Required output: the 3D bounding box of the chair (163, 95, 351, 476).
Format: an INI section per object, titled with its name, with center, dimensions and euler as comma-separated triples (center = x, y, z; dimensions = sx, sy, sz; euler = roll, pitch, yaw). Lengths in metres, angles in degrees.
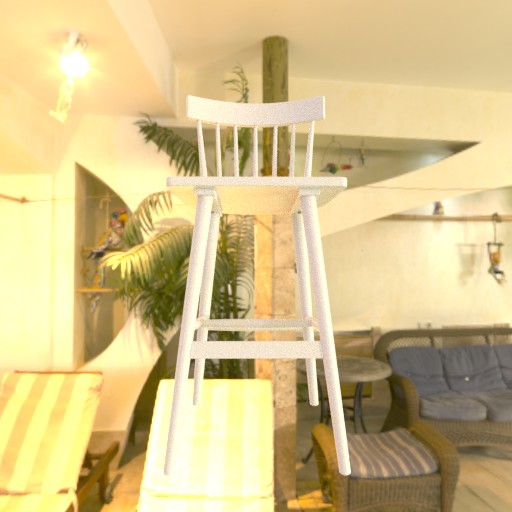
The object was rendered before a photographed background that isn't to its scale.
[chair]
center = 0.000, 0.000, 1.378
dimensions = 0.483, 1.092, 0.572
euler = 0, -1, -1
